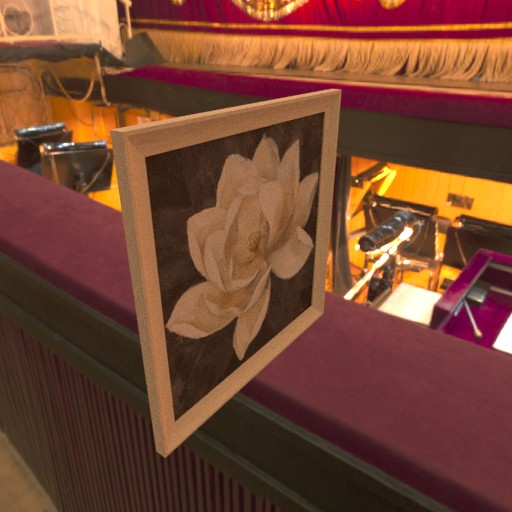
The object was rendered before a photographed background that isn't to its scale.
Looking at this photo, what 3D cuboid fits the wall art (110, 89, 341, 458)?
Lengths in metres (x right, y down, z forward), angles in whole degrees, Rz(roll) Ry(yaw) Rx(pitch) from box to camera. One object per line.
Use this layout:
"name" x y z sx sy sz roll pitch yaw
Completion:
"wall art" 0.000 0.000 1.555 0.045 1.016 1.016 19 32 33
